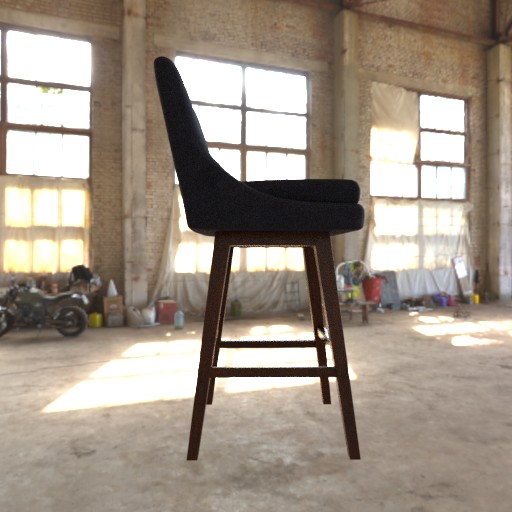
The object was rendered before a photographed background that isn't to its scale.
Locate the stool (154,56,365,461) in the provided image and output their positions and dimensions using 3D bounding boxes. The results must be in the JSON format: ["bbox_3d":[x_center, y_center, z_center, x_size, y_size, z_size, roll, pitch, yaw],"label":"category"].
[{"bbox_3d":[0.000,0.000,1.382,0.572,1.068,0.489,0,0,-1],"label":"stool"}]
